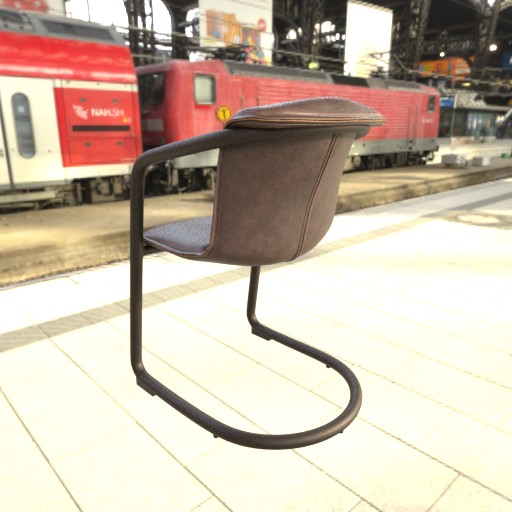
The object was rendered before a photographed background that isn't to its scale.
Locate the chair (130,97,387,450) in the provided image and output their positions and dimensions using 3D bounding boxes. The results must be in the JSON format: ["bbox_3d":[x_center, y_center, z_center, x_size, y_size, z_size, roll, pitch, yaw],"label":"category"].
[{"bbox_3d":[0.000,0.000,1.265,0.536,0.836,0.664,-16,23,-43],"label":"chair"}]
